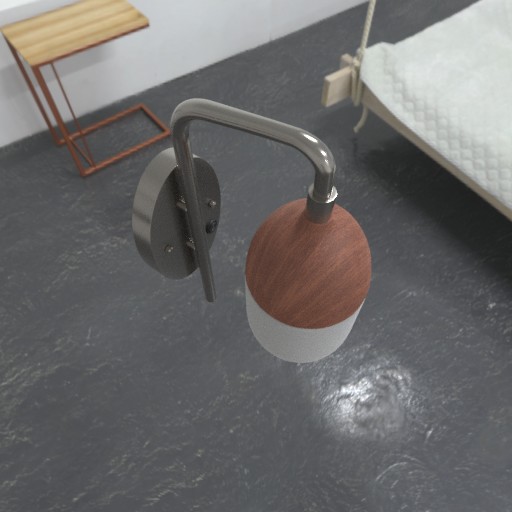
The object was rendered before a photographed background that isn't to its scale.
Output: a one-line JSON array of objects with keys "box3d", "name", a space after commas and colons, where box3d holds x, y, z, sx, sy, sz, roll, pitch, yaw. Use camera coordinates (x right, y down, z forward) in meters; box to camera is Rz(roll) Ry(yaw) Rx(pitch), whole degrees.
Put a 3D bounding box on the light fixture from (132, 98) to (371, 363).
[{"box3d": [0.000, 0.000, 0.422, 0.216, 0.343, 0.108, 31, 63, 18], "name": "light fixture"}]
